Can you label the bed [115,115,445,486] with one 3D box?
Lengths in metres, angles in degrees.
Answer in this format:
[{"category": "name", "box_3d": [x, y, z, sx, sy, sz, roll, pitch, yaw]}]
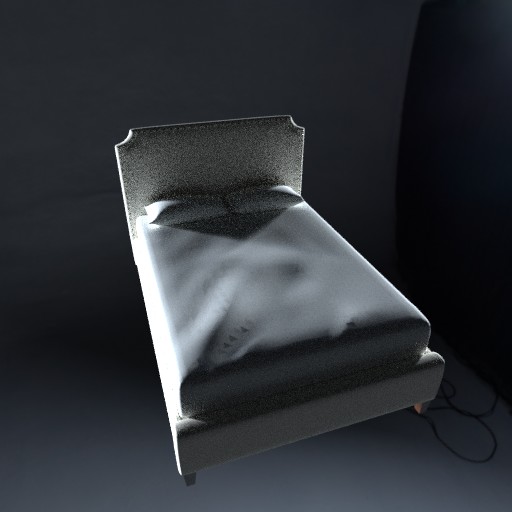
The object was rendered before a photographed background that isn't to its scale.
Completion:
[{"category": "bed", "box_3d": [0.000, 0.000, 3.315, 1.712, 1.443, 2.365, -10, 33, -16]}]
